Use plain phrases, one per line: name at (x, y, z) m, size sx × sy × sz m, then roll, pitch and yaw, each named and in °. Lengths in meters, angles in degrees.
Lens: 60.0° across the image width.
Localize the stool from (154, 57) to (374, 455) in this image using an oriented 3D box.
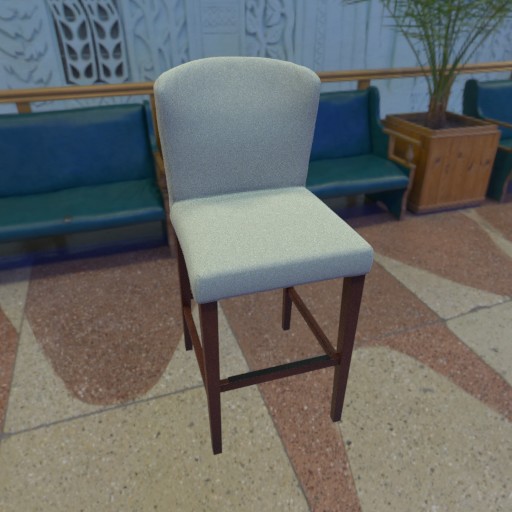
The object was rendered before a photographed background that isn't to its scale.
stool at (0.000, 0.000, 1.363) m, size 0.479 × 1.069 × 0.568 m, roll -9°, pitch 32°, yaw -15°
